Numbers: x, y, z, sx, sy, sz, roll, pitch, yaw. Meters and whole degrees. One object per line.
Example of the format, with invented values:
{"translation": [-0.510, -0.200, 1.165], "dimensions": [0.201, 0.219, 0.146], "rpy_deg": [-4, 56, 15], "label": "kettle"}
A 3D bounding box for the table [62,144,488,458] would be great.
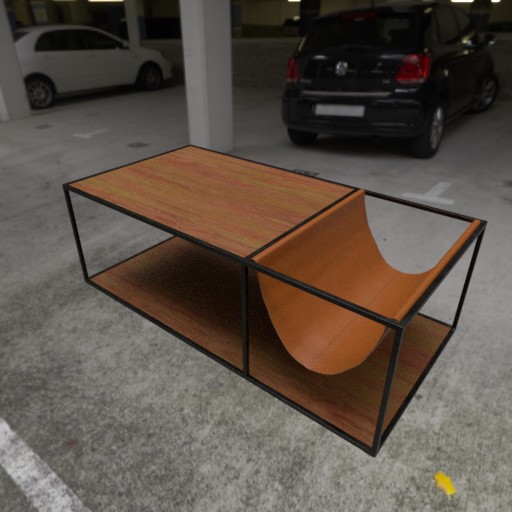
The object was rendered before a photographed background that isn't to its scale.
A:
{"translation": [0.000, 0.000, 1.473], "dimensions": [1.199, 0.403, 0.597], "rpy_deg": [22, 37, 33], "label": "table"}
